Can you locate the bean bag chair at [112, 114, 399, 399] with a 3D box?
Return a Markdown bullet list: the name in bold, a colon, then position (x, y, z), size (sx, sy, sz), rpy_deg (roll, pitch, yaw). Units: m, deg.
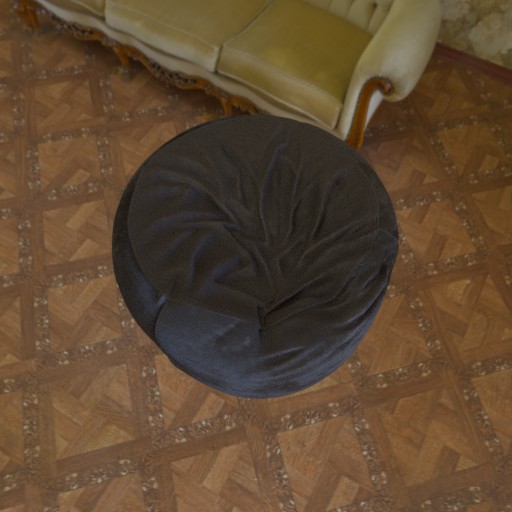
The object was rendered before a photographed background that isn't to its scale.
- **bean bag chair**: position (0.000, 0.000, 1.555), size (0.918, 0.605, 0.918), rpy_deg (0, 63, 0)
